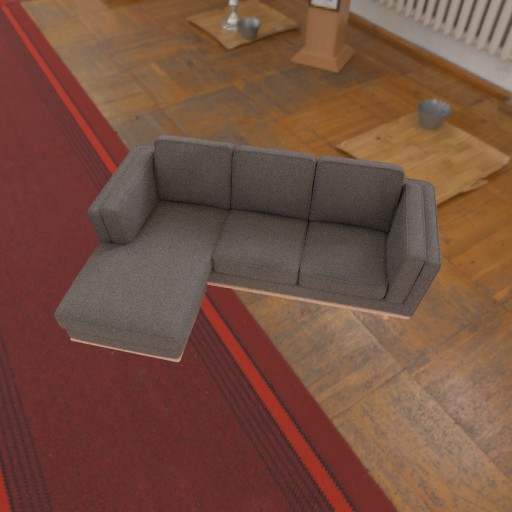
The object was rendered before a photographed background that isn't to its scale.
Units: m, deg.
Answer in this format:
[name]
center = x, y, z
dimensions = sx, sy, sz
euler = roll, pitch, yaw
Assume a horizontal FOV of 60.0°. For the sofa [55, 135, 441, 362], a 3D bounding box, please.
[sofa]
center = 0.000, 0.000, 3.184
dimensions = 2.411, 0.929, 1.604
euler = 9, 48, 8
